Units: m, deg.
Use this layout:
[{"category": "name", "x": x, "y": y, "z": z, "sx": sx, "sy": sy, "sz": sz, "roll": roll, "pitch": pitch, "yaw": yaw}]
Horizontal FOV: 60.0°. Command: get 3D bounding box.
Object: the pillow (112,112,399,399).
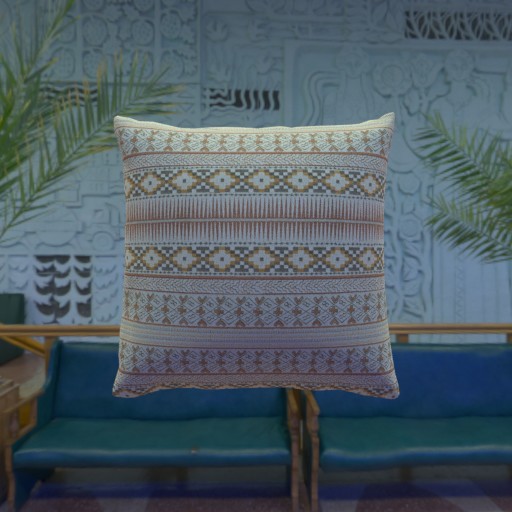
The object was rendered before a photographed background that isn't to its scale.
[{"category": "pillow", "x": 0.000, "y": 0.000, "z": 0.806, "sx": 0.521, "sy": 0.519, "sz": 0.215, "roll": 0, "pitch": 0, "yaw": 0}]
